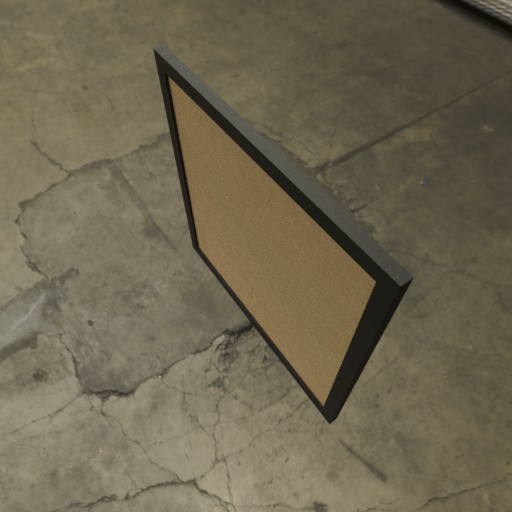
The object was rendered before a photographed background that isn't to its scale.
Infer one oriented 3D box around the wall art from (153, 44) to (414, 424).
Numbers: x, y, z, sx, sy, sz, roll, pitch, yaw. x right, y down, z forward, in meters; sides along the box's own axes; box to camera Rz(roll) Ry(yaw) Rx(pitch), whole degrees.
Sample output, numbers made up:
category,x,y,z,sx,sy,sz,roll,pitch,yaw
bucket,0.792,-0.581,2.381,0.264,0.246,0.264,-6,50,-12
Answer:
category,x,y,z,sx,sy,sz,roll,pitch,yaw
wall art,0.000,0.000,0.529,0.013,0.356,0.356,-30,60,-19
